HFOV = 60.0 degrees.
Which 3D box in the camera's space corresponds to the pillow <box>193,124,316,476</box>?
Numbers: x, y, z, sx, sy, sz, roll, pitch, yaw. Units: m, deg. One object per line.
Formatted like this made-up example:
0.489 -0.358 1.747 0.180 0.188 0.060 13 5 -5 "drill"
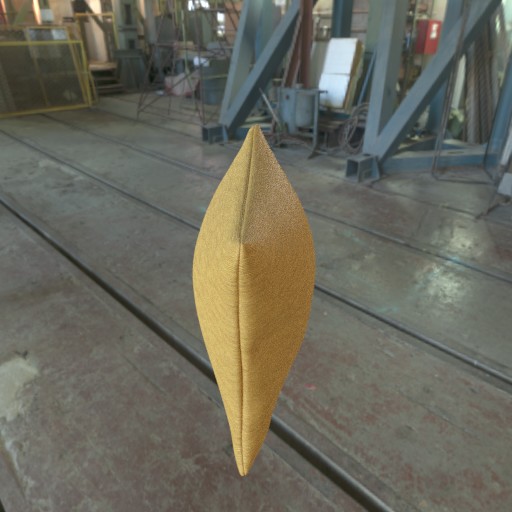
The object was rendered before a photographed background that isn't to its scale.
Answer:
0.000 0.000 0.804 0.210 0.354 0.634 1 28 1 "pillow"
